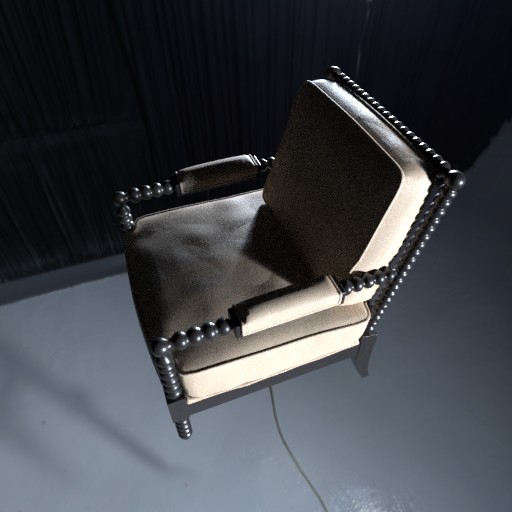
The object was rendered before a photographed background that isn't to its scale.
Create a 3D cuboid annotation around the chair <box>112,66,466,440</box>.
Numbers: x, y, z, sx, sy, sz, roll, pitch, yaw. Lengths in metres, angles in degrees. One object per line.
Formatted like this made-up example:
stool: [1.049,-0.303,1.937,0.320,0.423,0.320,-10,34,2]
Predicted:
chair: [0.000,0.000,1.156,0.657,0.703,0.555,-16,49,-14]
